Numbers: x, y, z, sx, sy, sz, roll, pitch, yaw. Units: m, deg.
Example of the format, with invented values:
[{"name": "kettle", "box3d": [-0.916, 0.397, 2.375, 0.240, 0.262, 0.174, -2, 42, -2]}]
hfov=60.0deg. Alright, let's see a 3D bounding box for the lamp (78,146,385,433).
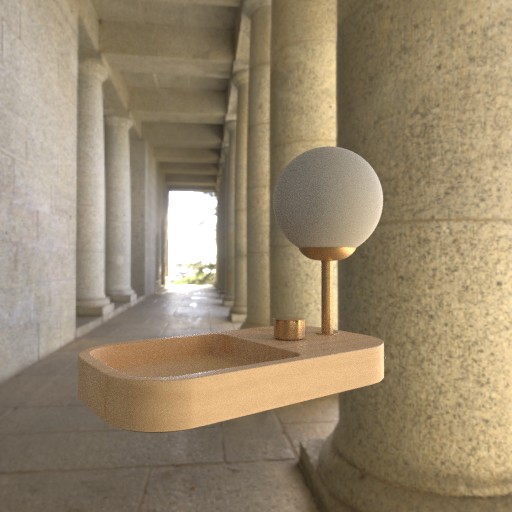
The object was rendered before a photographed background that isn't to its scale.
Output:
[{"name": "lamp", "box3d": [0.000, 0.000, 0.456, 0.331, 0.253, 0.173, 1, -1, -36]}]
